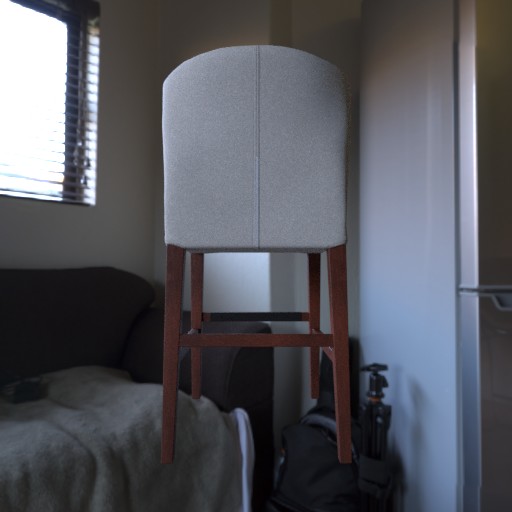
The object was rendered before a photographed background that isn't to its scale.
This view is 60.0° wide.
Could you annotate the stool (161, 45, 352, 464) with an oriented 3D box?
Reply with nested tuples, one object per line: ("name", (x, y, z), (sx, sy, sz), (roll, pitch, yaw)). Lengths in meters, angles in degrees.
("stool", (0.000, 0.000, 1.287), (0.479, 0.968, 0.568), (0, -1, 0))
